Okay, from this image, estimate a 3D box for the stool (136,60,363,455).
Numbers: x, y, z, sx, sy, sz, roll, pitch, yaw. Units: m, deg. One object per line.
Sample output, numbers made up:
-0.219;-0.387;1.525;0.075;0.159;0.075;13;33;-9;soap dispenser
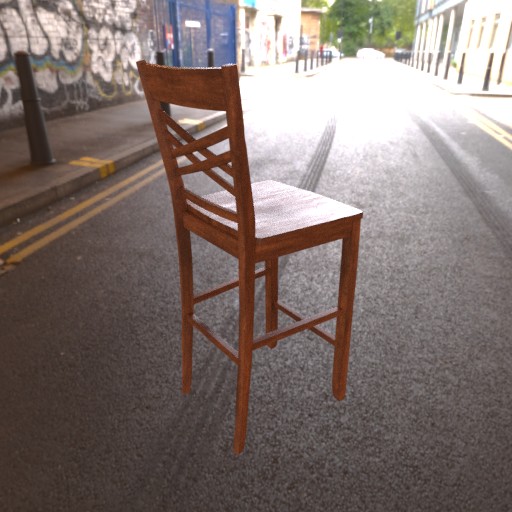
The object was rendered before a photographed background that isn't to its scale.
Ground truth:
0.000;0.000;1.366;0.487;1.105;0.433;-18;31;-33;stool
